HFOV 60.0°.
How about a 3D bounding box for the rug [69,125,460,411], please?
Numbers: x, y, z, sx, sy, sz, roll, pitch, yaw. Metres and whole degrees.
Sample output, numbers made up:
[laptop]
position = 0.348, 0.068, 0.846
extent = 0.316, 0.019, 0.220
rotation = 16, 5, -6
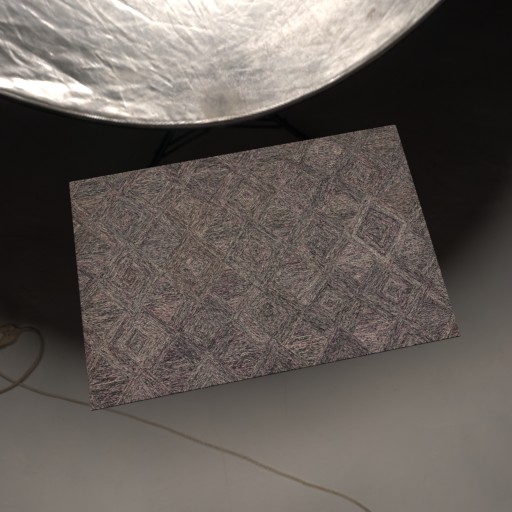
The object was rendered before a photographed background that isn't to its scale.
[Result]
[rug]
position = 0.000, 0.000, 2.887
extent = 2.298, 0.017, 1.501
rotation = -11, 76, -3
